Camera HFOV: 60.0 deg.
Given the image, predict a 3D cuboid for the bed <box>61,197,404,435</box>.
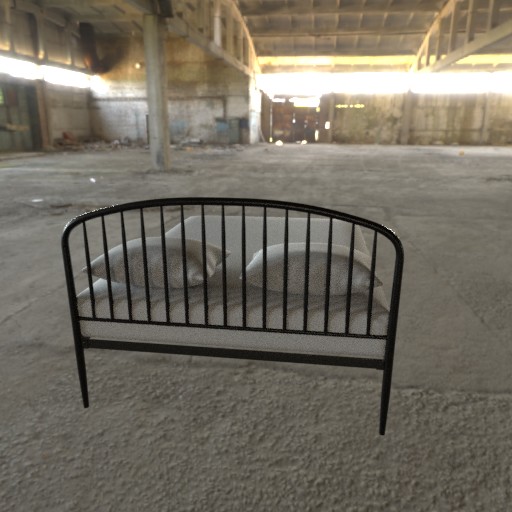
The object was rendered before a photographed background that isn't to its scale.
[{"bbox_3d":[0.000,0.000,3.158,1.618,1.166,2.159,2,17,8],"label":"bed"}]
